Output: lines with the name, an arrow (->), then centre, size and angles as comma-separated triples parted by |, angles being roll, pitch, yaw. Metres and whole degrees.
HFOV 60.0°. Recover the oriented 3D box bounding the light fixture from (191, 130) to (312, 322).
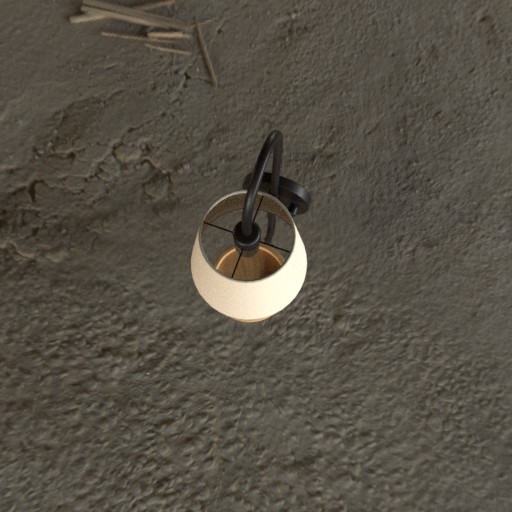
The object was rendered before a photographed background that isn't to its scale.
light fixture -> 0.000, 0.000, 0.949 | 0.220, 0.821, 0.299 | 19, 77, 5
